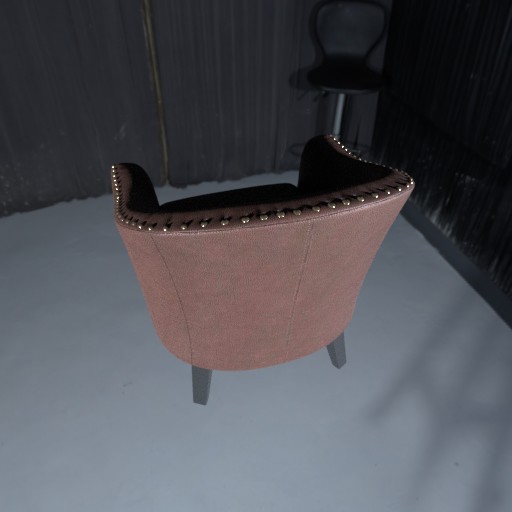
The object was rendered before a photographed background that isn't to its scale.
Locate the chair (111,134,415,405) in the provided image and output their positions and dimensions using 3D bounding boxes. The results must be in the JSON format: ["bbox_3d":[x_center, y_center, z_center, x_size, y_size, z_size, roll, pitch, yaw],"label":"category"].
[{"bbox_3d":[0.000,0.000,1.430,0.794,0.823,0.748,-11,42,-13],"label":"chair"}]
